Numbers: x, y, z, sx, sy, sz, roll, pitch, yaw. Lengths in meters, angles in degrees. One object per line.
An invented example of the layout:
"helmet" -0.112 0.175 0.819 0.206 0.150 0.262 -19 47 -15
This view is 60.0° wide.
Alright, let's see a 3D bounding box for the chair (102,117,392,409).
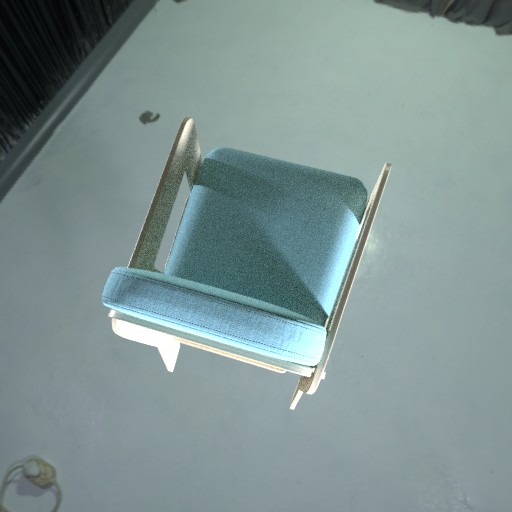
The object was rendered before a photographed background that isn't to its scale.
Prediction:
"chair" 0.000 0.000 1.251 0.590 0.800 0.710 15 64 7
